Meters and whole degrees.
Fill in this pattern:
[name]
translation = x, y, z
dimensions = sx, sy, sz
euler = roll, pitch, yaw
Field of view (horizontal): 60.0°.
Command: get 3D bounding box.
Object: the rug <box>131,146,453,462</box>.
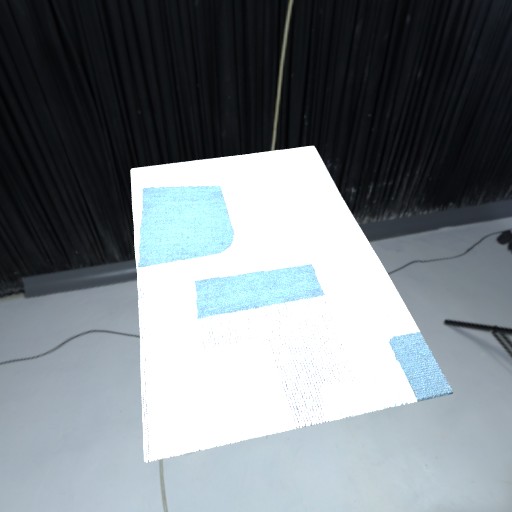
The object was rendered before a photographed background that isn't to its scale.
[rug]
translation = 0.000, 0.000, 2.321
dimensions = 1.238, 0.020, 1.847
euler = -9, 47, -9
